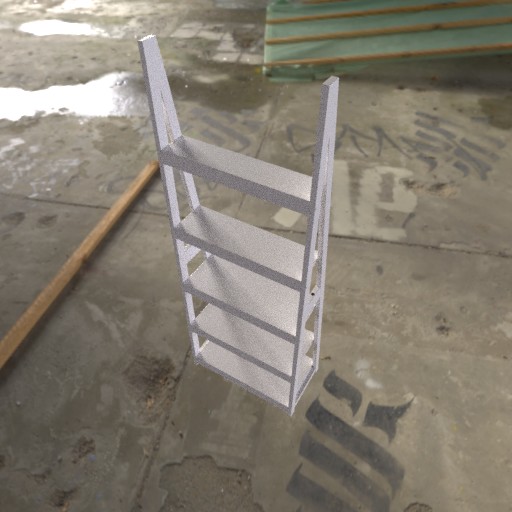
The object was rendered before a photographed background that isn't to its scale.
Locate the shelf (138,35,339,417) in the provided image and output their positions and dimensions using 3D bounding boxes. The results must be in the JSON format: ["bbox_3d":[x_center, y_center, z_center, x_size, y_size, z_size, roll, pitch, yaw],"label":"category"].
[{"bbox_3d":[0.000,0.000,1.945,0.636,1.779,0.341,23,49,22],"label":"shelf"}]
